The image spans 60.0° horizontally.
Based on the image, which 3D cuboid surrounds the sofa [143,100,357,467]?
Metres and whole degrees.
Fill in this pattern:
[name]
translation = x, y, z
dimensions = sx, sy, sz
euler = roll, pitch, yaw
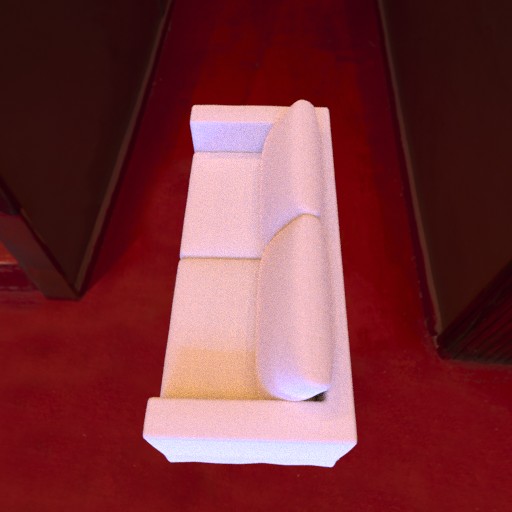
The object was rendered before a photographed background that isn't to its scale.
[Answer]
[sofa]
translation = 0.000, 0.000, 2.639
dimensions = 0.954, 0.881, 2.163
euler = 1, 58, 1
